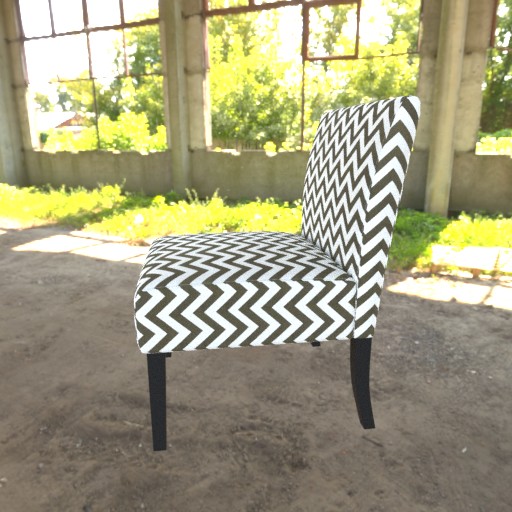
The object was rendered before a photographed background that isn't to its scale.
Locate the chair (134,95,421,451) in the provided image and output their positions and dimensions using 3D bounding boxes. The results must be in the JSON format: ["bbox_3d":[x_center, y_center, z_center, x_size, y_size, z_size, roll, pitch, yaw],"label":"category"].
[{"bbox_3d":[0.000,0.000,1.282,0.648,0.838,0.589,-2,15,-9],"label":"chair"}]
